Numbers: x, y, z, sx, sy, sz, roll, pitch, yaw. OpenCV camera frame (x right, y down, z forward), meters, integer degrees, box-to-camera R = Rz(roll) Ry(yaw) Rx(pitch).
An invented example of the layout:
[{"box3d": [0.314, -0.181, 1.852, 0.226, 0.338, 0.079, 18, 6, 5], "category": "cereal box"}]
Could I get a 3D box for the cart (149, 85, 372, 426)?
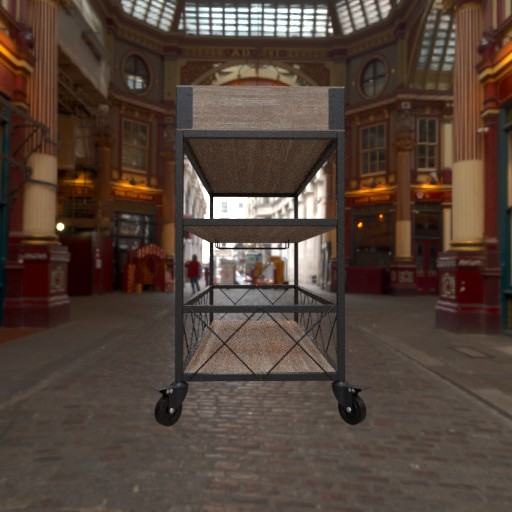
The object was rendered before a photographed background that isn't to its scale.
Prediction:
[{"box3d": [0.000, 0.000, 1.528, 0.500, 0.787, 1.101, 0, -1, -1], "category": "cart"}]
